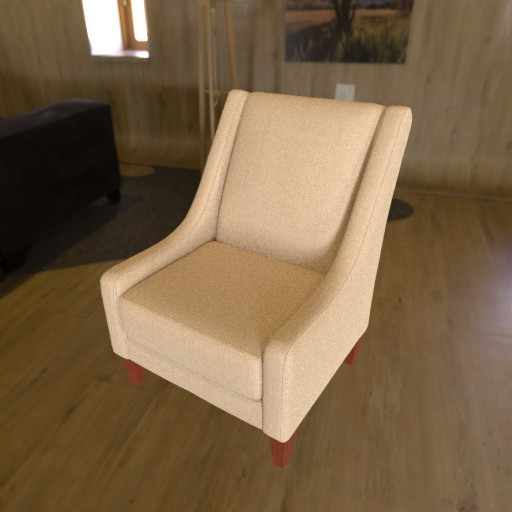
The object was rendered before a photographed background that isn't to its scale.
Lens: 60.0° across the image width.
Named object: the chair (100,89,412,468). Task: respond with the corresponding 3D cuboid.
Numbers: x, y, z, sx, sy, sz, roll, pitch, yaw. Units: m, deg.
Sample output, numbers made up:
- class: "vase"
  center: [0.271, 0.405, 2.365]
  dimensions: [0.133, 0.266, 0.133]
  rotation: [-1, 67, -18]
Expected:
- class: "chair"
  center: [0.000, 0.000, 1.630]
  dimensions: [0.774, 1.014, 0.870]
  rotation: [17, 33, 29]
